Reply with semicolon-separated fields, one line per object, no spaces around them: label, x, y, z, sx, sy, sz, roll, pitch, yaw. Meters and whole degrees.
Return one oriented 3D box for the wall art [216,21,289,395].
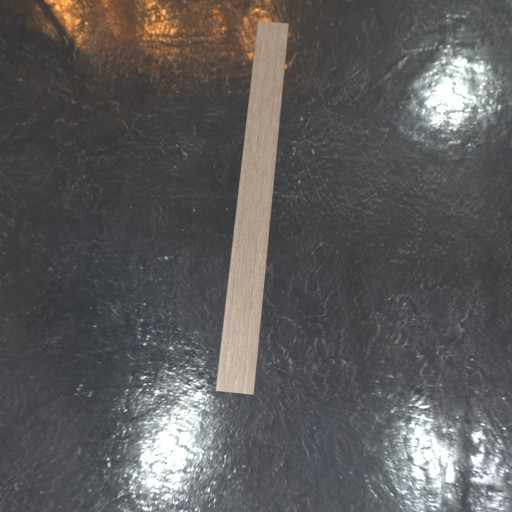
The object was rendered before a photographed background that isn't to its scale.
wall art;0.000;0.000;0.649;0.032;0.510;0.358;5;76;1
